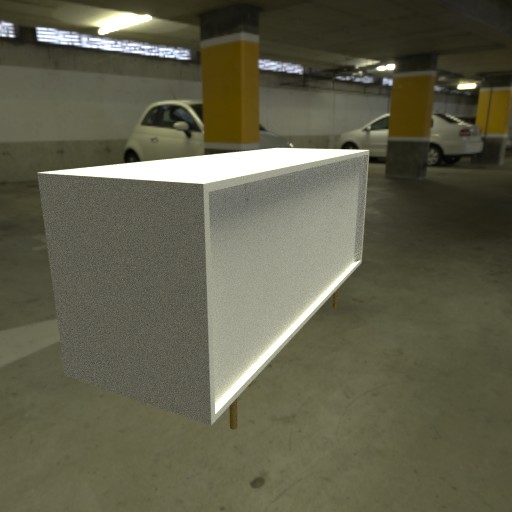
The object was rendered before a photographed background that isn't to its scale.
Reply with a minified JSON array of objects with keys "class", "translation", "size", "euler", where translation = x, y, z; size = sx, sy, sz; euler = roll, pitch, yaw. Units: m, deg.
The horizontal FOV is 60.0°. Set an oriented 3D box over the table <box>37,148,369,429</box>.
[{"class":"table","translation":[0.000,0.000,1.775],"size":[0.508,0.769,1.500],"euler":[8,18,25]}]
